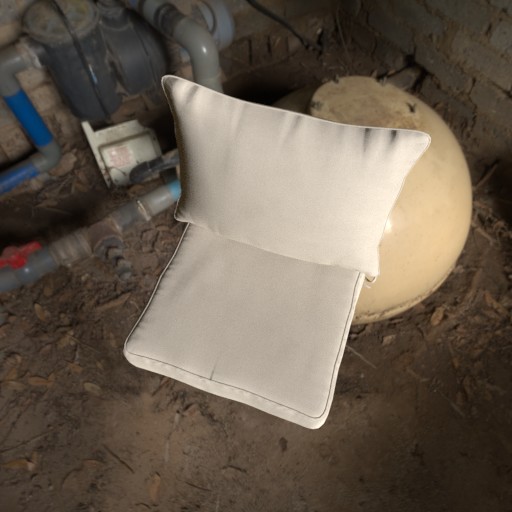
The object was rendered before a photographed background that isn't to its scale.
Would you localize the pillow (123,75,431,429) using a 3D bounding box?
[{"bbox_3d":[0.000,0.000,1.356,0.798,0.716,0.733,16,59,10],"label":"pillow"}]
